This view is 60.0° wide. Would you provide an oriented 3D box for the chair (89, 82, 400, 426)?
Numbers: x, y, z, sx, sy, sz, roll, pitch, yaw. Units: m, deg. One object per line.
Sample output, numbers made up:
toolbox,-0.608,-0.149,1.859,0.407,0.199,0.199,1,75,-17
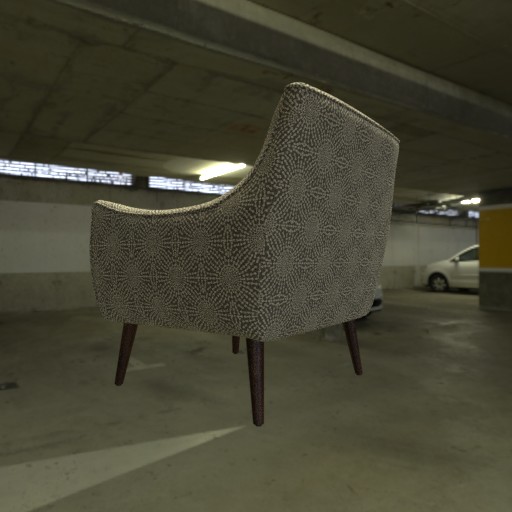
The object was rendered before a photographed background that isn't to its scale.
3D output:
chair,0.000,0.000,1.470,0.787,0.838,0.762,0,0,37
